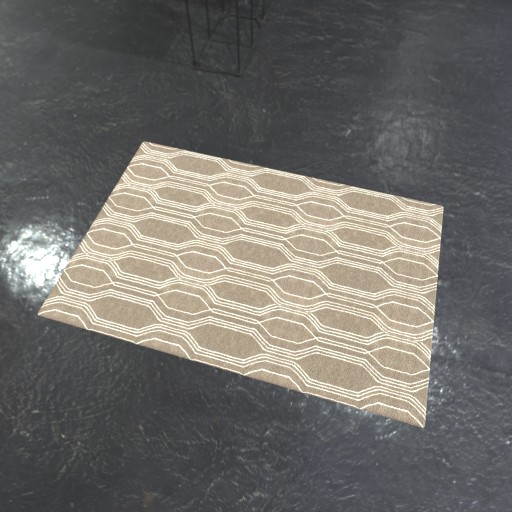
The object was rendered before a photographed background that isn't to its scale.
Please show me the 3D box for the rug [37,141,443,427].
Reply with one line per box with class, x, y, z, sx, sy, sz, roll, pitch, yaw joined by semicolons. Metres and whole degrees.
rug;0.000;0.000;2.314;1.836;0.012;1.239;14;58;9
